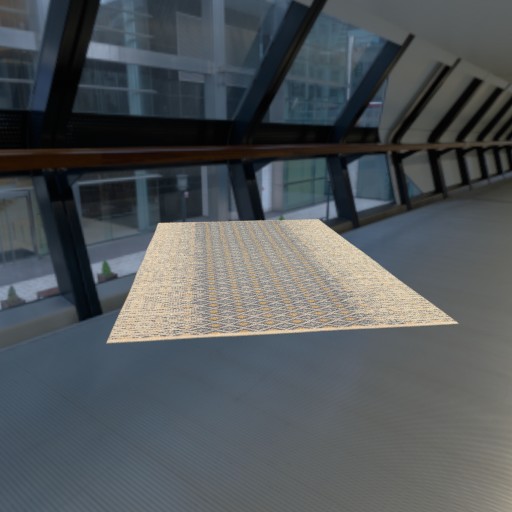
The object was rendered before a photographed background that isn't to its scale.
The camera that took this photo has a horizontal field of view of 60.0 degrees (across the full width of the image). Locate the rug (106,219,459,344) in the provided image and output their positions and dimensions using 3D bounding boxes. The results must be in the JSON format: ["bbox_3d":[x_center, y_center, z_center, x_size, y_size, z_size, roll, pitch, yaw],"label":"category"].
[{"bbox_3d":[0.000,0.000,3.073,1.541,0.008,2.448,-2,16,-7],"label":"rug"}]
